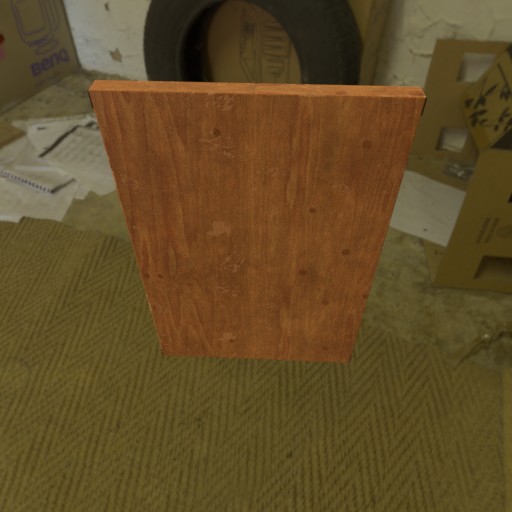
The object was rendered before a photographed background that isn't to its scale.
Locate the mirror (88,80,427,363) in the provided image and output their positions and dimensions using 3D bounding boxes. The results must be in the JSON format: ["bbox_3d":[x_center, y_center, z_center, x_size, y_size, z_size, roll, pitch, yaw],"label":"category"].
[{"bbox_3d":[0.000,0.000,0.961,0.517,0.761,0.053,2,46,2],"label":"mirror"}]
